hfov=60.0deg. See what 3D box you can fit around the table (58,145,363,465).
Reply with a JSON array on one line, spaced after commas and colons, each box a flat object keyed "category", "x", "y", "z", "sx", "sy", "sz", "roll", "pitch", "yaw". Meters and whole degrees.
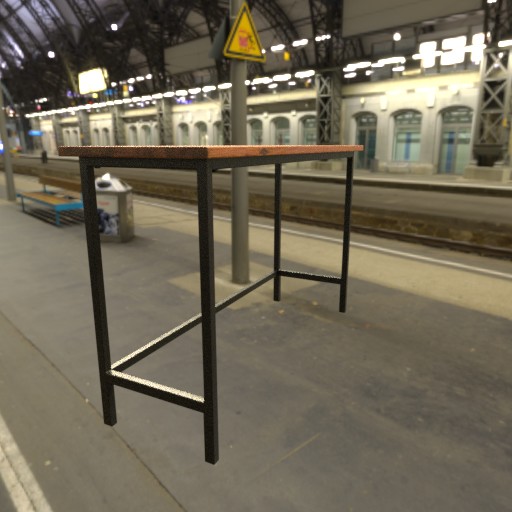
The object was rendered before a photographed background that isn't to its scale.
[{"category": "table", "x": 0.000, "y": 0.000, "z": 1.533, "sx": 0.408, "sy": 0.740, "sz": 1.204, "roll": 7, "pitch": 16, "yaw": 26}]
